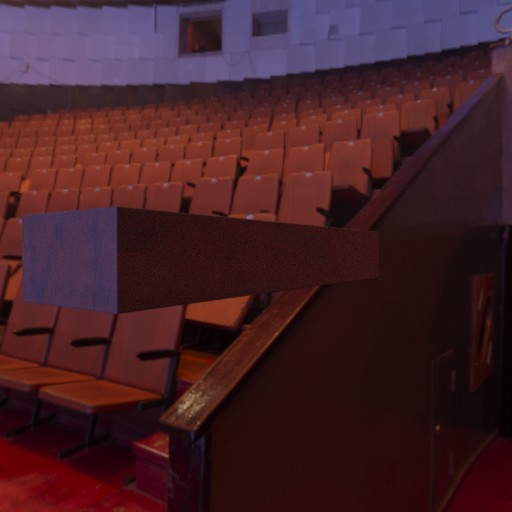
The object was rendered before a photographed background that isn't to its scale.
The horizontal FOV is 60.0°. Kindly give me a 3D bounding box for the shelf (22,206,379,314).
[{"bbox_3d":[0.000,0.000,0.653,0.152,0.088,0.607,0,1,35],"label":"shelf"}]
